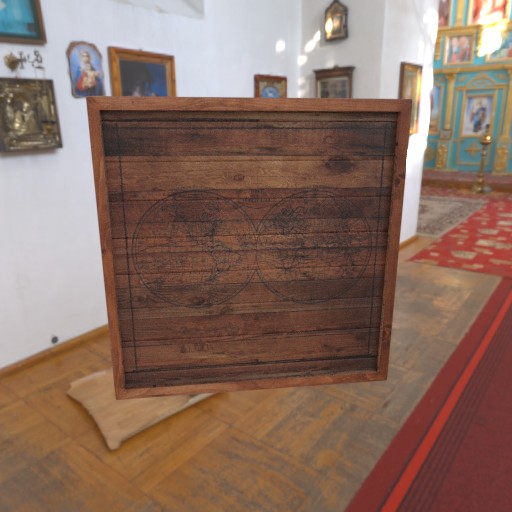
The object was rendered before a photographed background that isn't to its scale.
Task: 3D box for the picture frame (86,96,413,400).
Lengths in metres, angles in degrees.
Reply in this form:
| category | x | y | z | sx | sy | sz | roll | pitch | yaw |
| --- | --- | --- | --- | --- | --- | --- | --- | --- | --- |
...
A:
| category | x | y | z | sx | sy | sz | roll | pitch | yaw |
| --- | --- | --- | --- | --- | --- | --- | --- | --- | --- |
| picture frame | 0.000 | 0.000 | 1.214 | 0.810 | 0.817 | 0.029 | -2 | 16 | -7 |
